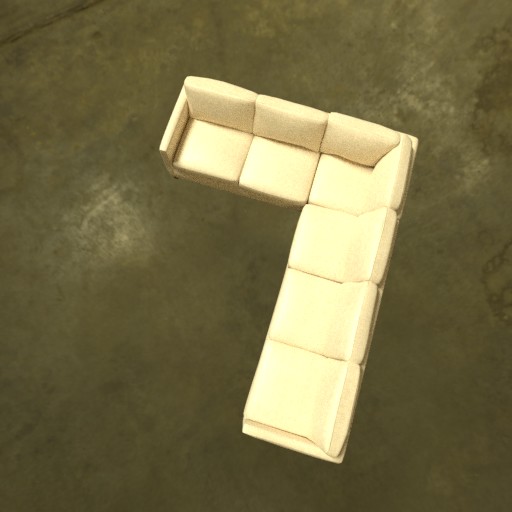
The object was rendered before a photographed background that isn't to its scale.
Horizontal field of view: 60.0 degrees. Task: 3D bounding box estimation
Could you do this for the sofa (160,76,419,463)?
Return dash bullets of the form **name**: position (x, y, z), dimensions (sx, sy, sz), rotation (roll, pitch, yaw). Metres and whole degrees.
- **sofa**: position (0.000, 0.000, 4.524), dimensions (2.593, 0.947, 3.302), rotation (16, 76, 4)
